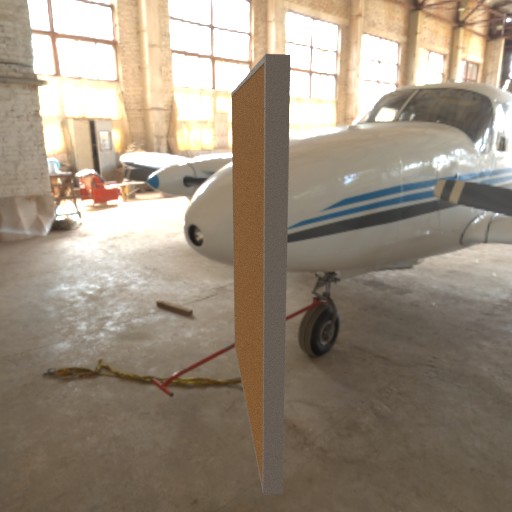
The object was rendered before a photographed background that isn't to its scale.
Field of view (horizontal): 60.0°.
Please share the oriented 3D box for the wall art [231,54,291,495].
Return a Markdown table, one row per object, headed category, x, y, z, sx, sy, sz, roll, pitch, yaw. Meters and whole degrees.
| category | x | y | z | sx | sy | sz | roll | pitch | yaw |
| --- | --- | --- | --- | --- | --- | --- | --- | --- | --- |
| wall art | 0.000 | 0.000 | 1.027 | 0.055 | 0.763 | 0.611 | -2 | 15 | -7 |
